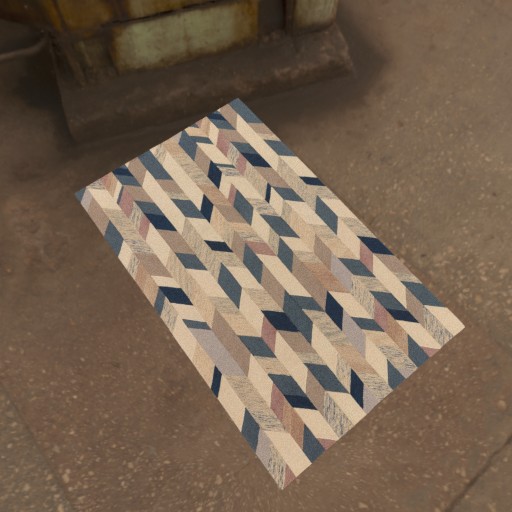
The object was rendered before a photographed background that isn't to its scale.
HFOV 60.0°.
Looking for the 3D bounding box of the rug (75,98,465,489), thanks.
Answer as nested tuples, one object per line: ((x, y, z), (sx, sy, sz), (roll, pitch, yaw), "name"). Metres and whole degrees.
((0.000, 0.000, 3.034), (1.513, 0.008, 2.423), (-35, 70, -15), "rug")
